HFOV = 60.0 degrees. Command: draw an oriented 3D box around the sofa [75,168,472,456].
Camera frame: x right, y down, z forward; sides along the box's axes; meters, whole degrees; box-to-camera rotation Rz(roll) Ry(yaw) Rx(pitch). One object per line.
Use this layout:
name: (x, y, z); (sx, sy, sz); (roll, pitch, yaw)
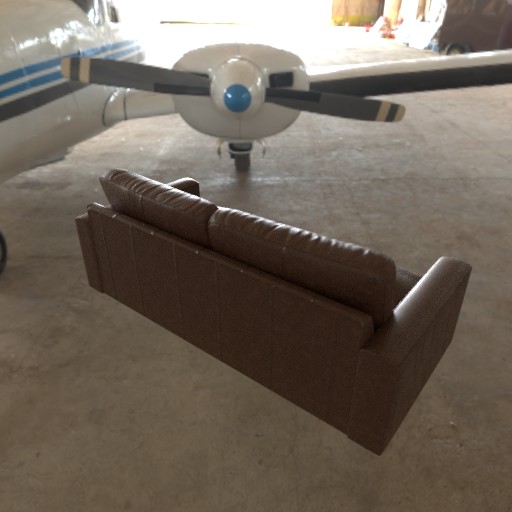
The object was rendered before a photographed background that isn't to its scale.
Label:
sofa: (0.000, 0.000, 2.653); (2.179, 0.873, 1.016); (21, 36, 33)
